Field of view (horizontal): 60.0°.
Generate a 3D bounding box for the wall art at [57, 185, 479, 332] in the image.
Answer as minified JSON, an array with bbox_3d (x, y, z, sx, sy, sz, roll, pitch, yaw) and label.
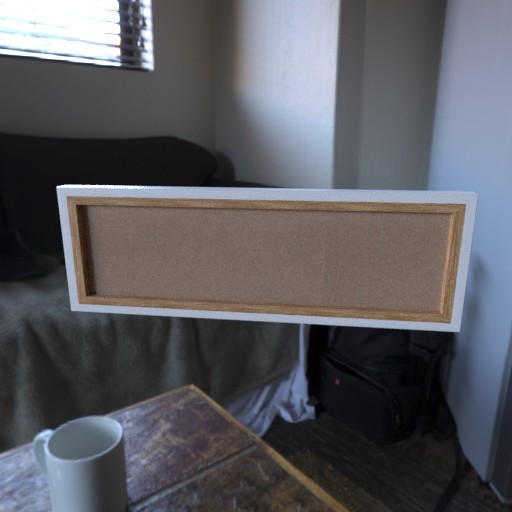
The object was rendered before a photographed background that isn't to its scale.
[{"bbox_3d":[0.000,0.000,0.850,0.766,0.256,0.036,2,16,7],"label":"wall art"}]
